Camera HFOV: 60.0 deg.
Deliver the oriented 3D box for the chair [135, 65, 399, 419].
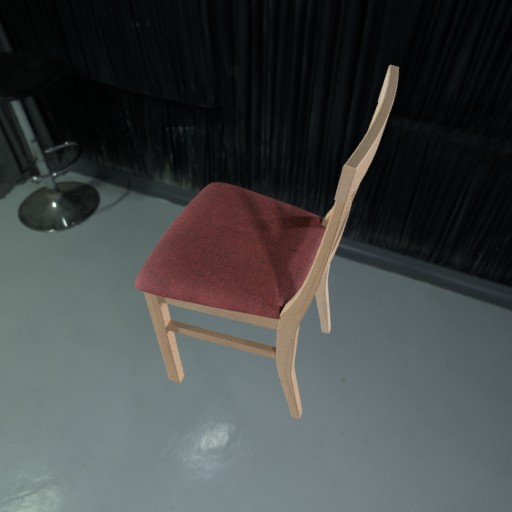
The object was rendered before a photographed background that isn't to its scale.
[{"bbox_3d":[0.000,0.000,1.151,0.492,0.912,0.439,16,49,15],"label":"chair"}]
